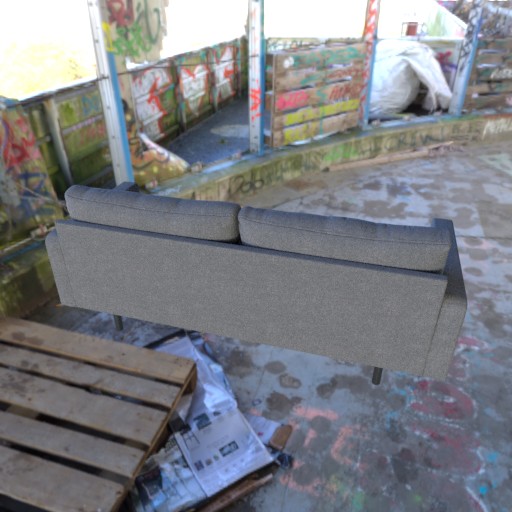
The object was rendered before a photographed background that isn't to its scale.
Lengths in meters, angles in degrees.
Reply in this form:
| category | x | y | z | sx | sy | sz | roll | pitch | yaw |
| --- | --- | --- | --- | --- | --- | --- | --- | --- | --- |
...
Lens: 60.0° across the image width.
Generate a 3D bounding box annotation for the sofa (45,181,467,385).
| category | x | y | z | sx | sy | sz | roll | pitch | yaw |
| --- | --- | --- | --- | --- | --- | --- | --- | --- | --- |
| sofa | 0.000 | 0.000 | 2.544 | 2.100 | 0.880 | 0.880 | 9 | 32 | 14 |
